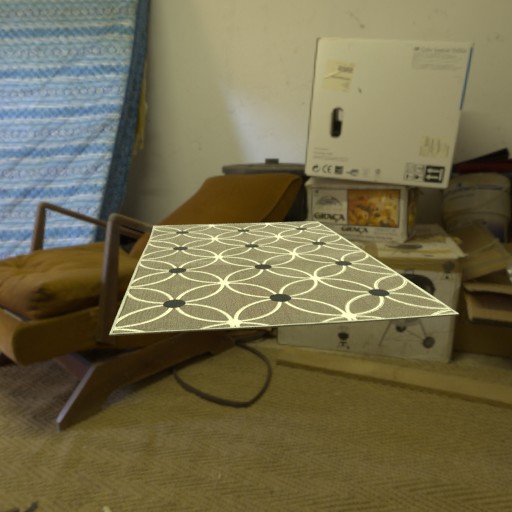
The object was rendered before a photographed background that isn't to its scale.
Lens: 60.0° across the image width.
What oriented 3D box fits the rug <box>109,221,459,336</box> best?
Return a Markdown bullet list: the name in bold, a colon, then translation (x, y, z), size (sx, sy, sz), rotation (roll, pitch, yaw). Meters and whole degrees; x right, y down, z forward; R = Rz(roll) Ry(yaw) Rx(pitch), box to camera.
- **rug**: translation (0.000, 0.000, 2.960), size (1.522, 0.008, 2.284), rotation (-2, 15, -8)
